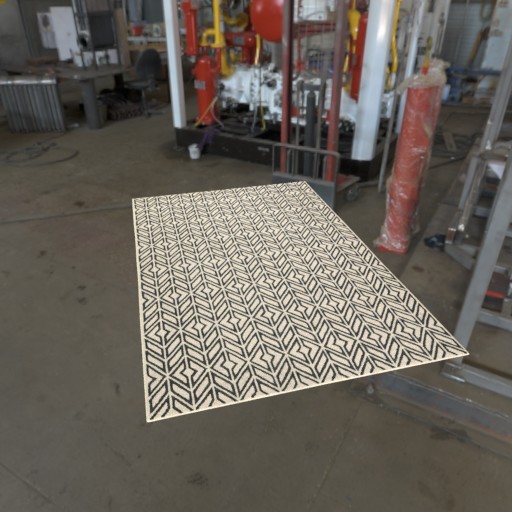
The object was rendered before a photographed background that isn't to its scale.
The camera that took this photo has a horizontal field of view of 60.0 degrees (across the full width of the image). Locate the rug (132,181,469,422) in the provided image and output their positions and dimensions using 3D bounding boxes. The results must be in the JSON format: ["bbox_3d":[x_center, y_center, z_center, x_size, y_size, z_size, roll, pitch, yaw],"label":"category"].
[{"bbox_3d":[0.000,0.000,2.331,1.220,0.007,1.828,-8,32,-13],"label":"rug"}]
